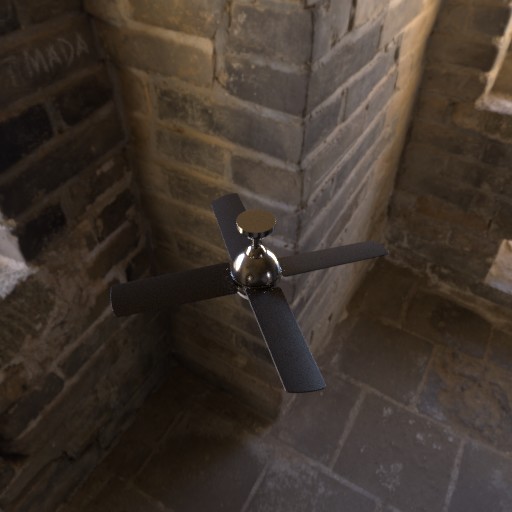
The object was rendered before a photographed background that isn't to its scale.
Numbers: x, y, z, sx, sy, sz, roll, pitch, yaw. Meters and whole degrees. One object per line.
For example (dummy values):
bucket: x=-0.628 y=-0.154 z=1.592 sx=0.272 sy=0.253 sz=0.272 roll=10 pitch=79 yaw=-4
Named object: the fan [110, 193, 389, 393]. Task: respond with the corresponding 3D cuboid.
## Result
fan: x=0.000 y=0.000 z=2.029 sx=1.332 sy=0.403 sz=1.332 roll=-11 pitch=42 yaw=-12
